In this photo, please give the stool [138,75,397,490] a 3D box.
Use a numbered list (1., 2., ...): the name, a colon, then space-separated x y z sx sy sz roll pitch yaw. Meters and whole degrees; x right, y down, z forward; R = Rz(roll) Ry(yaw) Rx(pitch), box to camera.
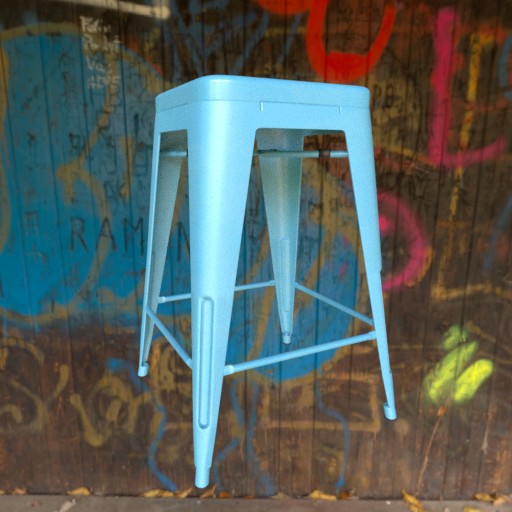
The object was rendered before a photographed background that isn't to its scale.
1. stool: 0.000 0.000 0.870 0.410 0.608 0.410 -7 15 -26
